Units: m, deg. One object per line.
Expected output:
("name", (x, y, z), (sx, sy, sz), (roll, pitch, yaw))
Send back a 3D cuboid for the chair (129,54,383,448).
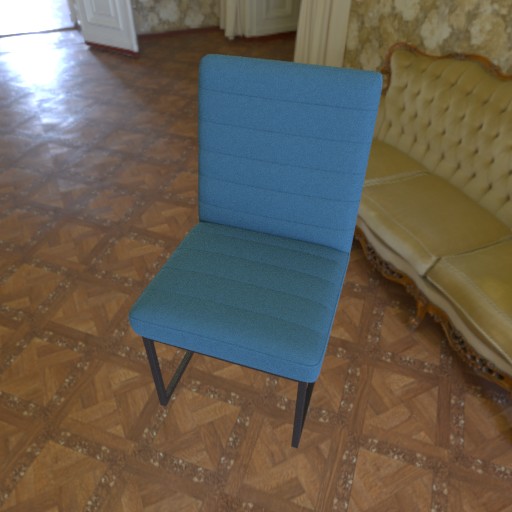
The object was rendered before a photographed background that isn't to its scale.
("chair", (0.000, 0.000, 1.303), (0.520, 0.930, 0.634), (12, 43, 14))
